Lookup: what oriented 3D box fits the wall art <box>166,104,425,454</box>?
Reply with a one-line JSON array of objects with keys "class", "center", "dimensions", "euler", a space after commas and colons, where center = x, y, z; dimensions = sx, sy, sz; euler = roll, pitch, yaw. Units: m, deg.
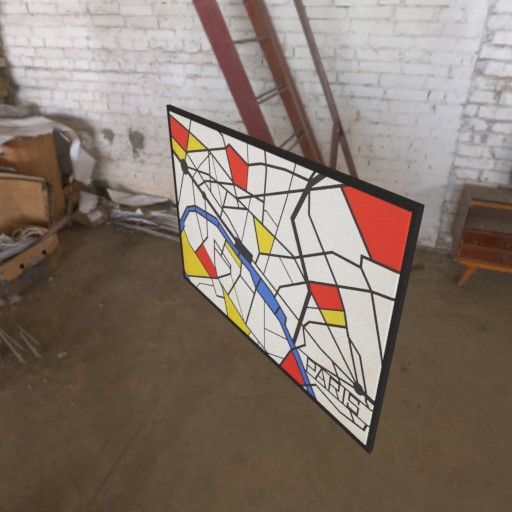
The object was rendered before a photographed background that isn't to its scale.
[{"class": "wall art", "center": [0.000, 0.000, 1.257], "dimensions": [0.013, 0.665, 0.963], "euler": [-20, 36, -30]}]
